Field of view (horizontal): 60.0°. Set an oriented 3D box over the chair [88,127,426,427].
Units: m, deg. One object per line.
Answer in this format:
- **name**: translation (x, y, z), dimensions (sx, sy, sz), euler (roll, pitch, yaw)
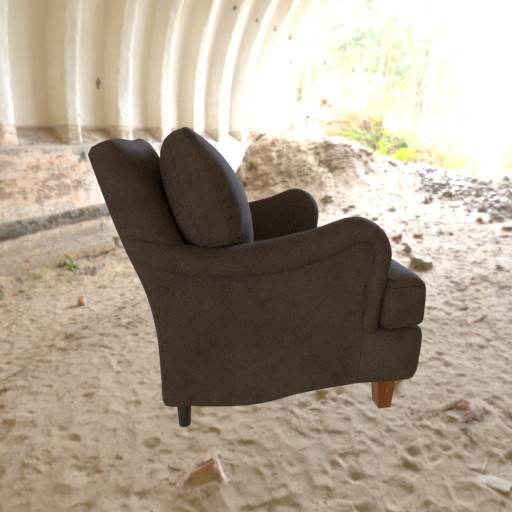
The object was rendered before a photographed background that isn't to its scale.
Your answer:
- **chair**: translation (0.000, 0.000, 1.810), dimensions (1.070, 0.997, 0.955), euler (-2, 15, -8)
